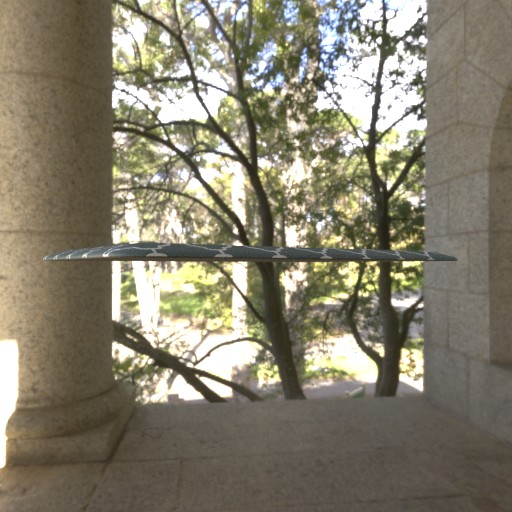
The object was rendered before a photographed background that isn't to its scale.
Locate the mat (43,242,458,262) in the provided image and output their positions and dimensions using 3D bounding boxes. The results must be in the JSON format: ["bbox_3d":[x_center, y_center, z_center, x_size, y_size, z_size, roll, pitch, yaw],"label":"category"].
[{"bbox_3d":[0.000,0.000,0.952,0.762,0.021,0.508,1,-1,-36],"label":"mat"}]
